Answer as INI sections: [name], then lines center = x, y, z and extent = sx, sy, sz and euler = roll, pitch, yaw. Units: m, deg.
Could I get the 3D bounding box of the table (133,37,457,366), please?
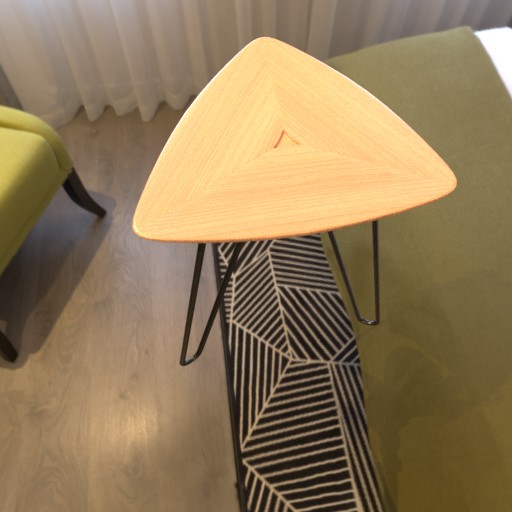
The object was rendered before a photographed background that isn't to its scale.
[table]
center = 0.000, 0.000, 0.880
extent = 0.455, 0.564, 0.442
euler = -35, 66, -18
